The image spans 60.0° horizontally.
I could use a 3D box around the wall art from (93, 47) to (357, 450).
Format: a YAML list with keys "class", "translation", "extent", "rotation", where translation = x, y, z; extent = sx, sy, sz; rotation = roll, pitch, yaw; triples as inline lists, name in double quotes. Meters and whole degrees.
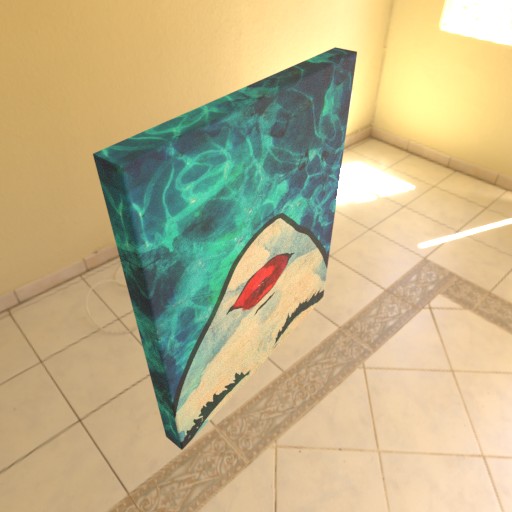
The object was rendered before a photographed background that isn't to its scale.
- class: "wall art"
  translation: [0.000, 0.000, 0.685]
  extent: [0.038, 0.508, 0.432]
  rotation: [27, 47, 28]
